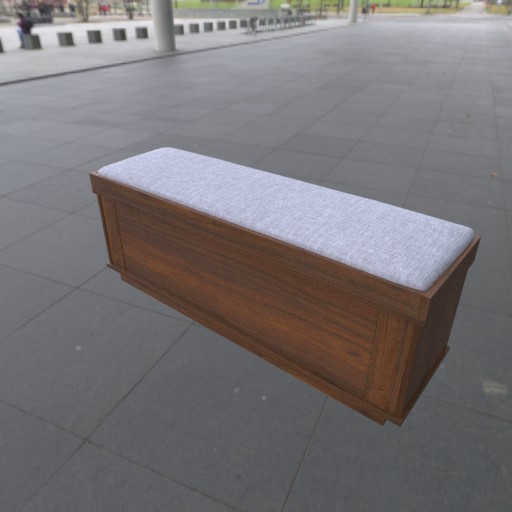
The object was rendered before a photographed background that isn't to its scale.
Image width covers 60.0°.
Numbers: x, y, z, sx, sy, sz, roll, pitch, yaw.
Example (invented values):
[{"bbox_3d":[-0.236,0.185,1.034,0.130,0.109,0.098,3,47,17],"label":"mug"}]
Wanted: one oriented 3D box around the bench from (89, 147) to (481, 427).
[{"bbox_3d":[0.000,0.000,1.434,1.196,0.468,0.367,22,36,33],"label":"bench"}]
